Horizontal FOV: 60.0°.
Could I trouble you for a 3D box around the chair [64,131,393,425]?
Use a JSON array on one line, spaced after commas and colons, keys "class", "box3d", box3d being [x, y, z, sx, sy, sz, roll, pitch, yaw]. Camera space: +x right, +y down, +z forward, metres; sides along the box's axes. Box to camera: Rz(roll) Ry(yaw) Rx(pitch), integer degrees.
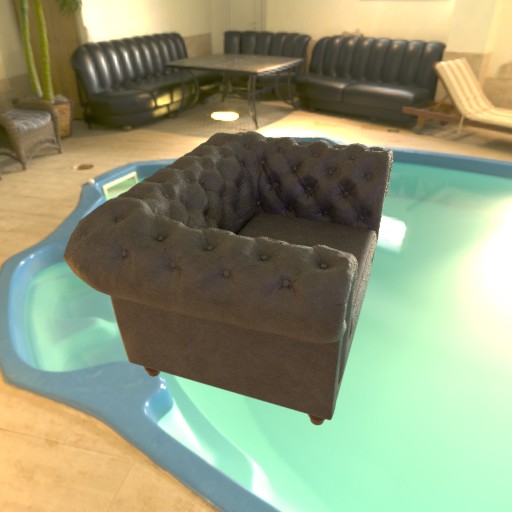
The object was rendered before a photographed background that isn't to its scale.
[{"class": "chair", "box3d": [0.000, 0.000, 1.901, 0.943, 0.780, 1.298, 11, 32, 17]}]
